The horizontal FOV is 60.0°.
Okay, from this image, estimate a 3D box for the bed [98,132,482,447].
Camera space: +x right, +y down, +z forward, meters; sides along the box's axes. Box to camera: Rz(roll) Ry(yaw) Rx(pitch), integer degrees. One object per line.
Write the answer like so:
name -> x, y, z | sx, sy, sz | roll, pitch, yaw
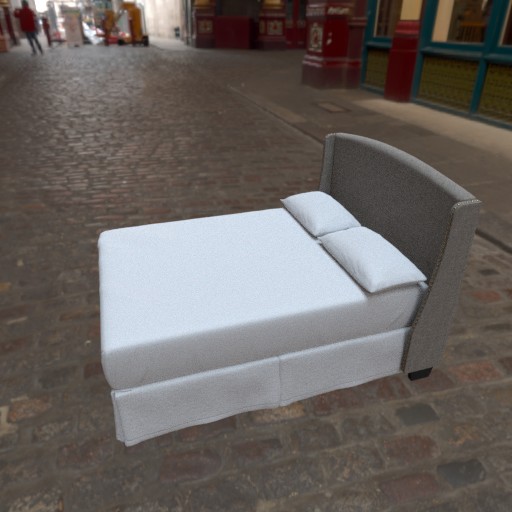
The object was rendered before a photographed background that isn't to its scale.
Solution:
bed -> 0.000, 0.000, 3.243 | 2.237, 1.407, 1.710 | -9, 30, -15
